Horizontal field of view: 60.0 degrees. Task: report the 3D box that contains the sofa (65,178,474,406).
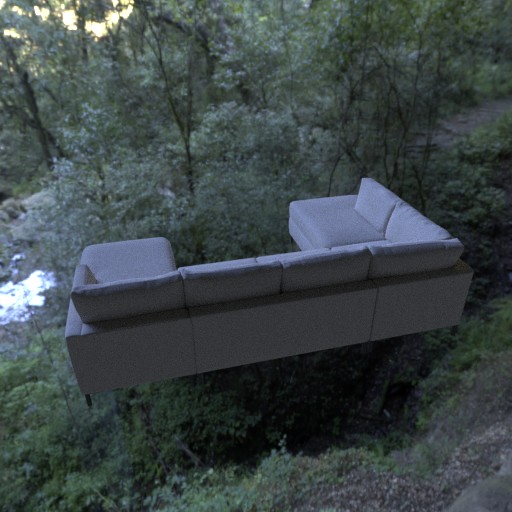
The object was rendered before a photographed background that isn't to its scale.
[{"bbox_3d":[0.000,0.000,3.927,2.984,0.862,1.989,-8,31,-13],"label":"sofa"}]
